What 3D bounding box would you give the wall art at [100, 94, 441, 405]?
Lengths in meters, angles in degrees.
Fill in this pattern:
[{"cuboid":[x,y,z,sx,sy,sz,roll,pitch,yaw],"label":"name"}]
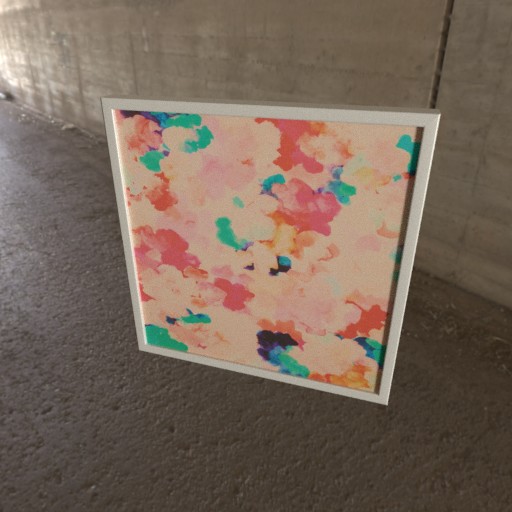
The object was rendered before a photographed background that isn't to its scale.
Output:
[{"cuboid":[0.000,0.000,0.765,0.506,0.505,0.038,8,28,16],"label":"wall art"}]
